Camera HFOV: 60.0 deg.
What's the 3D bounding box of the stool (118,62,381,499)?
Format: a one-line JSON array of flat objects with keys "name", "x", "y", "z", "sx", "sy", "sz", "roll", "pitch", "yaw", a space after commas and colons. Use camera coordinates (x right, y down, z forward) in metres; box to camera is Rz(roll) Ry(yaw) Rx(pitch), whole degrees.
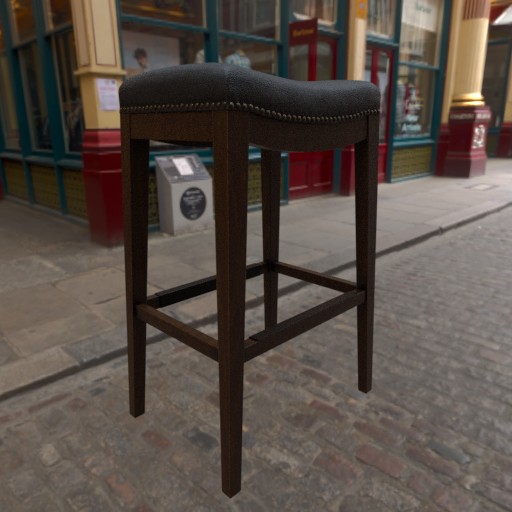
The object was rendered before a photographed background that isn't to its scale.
[{"name": "stool", "x": 0.000, "y": 0.000, "z": 1.007, "sx": 0.361, "sy": 0.765, "sz": 0.500, "roll": 16, "pitch": 22, "yaw": 42}]
